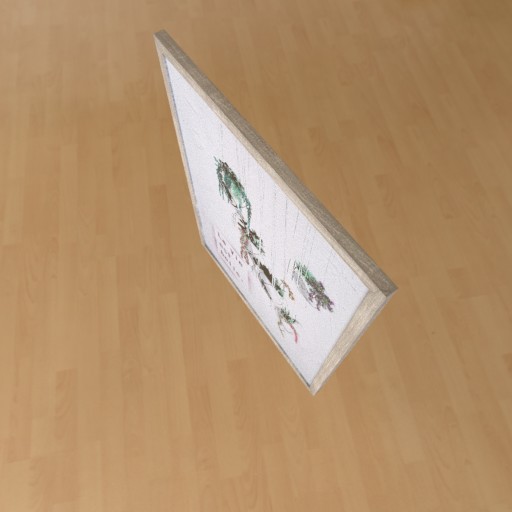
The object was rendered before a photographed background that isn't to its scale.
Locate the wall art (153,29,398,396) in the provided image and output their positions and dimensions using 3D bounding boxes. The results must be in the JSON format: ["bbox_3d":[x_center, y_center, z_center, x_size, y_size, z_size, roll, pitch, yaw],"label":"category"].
[{"bbox_3d":[0.000,0.000,1.329,0.035,1.022,0.781,-32,68,-15],"label":"wall art"}]
